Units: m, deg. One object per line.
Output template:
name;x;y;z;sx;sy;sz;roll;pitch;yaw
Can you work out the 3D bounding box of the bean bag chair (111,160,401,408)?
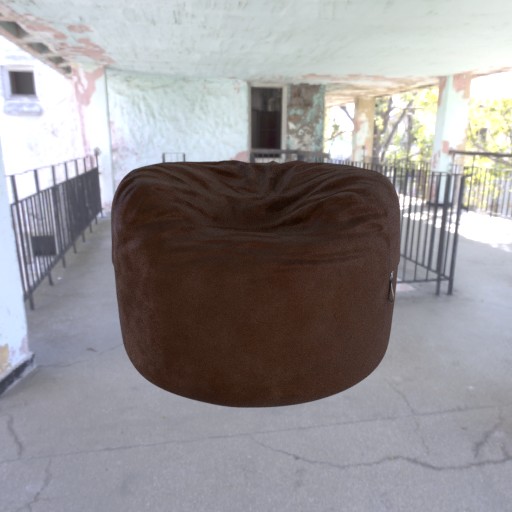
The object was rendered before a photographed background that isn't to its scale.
bean bag chair;0.000;0.000;1.490;0.918;0.616;0.918;0;15;0
